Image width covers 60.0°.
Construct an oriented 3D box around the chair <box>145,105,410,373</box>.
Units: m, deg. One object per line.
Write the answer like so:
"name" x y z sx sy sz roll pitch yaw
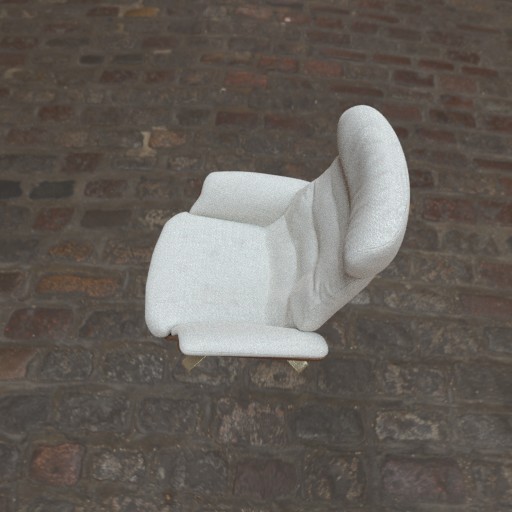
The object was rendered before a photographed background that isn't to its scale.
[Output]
"chair" 0.000 0.000 1.599 0.837 0.995 0.785 3 58 2
